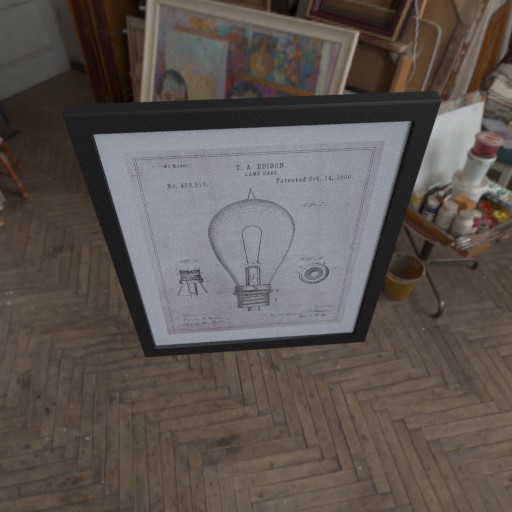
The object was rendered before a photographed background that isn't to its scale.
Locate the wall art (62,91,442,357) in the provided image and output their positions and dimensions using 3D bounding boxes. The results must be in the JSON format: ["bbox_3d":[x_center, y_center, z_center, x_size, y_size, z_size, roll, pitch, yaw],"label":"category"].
[{"bbox_3d":[0.000,0.000,0.690,0.430,0.509,0.021,-3,46,-3],"label":"wall art"}]
